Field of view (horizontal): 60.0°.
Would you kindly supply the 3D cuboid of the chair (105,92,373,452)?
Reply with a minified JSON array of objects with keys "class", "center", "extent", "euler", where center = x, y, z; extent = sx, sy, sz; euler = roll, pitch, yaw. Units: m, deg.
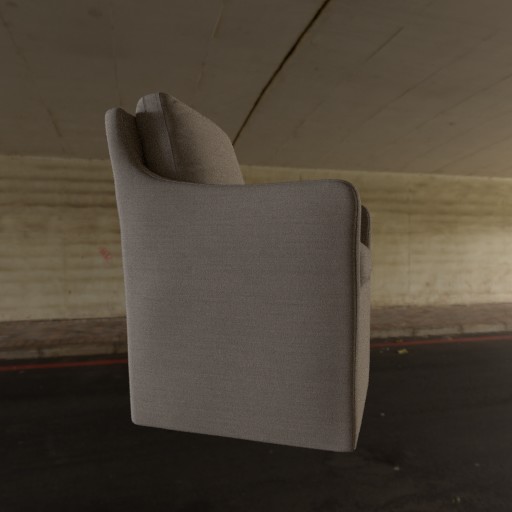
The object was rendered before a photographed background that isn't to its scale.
[{"class":"chair","center":[0.000,0.000,1.384],"extent":[0.694,0.914,0.626],"euler":[0,1,17]}]
